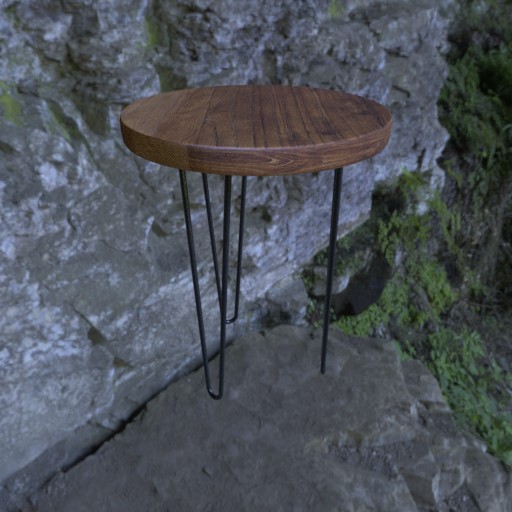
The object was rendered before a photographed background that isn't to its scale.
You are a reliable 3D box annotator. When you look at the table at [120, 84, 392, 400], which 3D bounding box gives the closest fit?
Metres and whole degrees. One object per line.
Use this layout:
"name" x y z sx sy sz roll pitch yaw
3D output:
"table" 0.000 0.000 0.801 0.400 0.520 0.400 0 31 0
